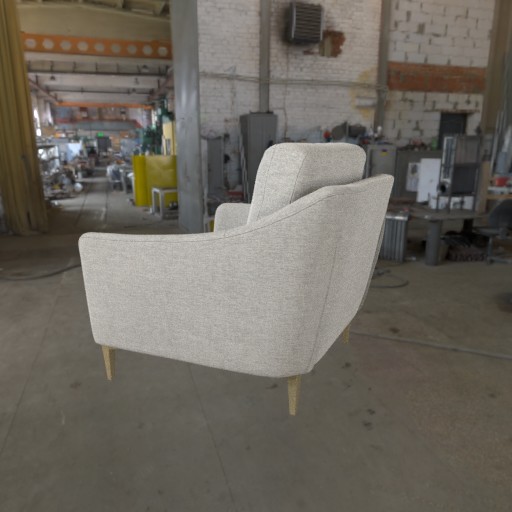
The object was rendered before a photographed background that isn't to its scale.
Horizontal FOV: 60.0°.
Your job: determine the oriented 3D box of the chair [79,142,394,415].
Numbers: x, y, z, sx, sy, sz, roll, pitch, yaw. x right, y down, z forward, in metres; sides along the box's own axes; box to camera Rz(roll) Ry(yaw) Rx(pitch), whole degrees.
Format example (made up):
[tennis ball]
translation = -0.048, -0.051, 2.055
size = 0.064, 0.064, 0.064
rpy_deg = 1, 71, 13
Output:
[chair]
translation = 0.000, 0.000, 1.819
size = 0.961, 0.902, 0.986
rpy_deg = 7, 16, 26
